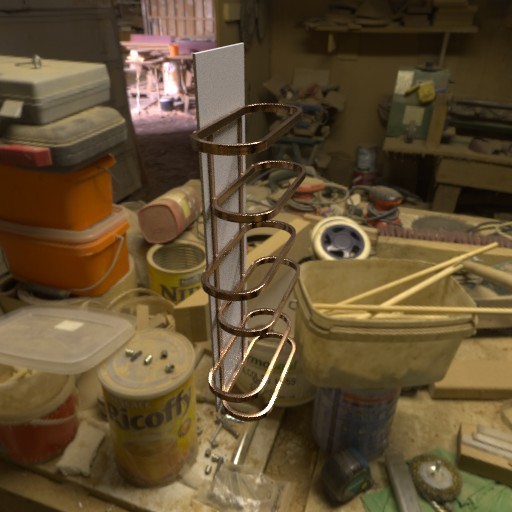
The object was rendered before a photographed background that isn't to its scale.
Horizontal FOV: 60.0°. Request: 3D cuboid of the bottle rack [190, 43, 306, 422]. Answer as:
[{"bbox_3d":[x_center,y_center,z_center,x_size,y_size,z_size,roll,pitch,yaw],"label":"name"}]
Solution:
[{"bbox_3d":[0.000,0.000,0.834,0.118,0.709,0.332,10,32,17],"label":"bottle rack"}]
